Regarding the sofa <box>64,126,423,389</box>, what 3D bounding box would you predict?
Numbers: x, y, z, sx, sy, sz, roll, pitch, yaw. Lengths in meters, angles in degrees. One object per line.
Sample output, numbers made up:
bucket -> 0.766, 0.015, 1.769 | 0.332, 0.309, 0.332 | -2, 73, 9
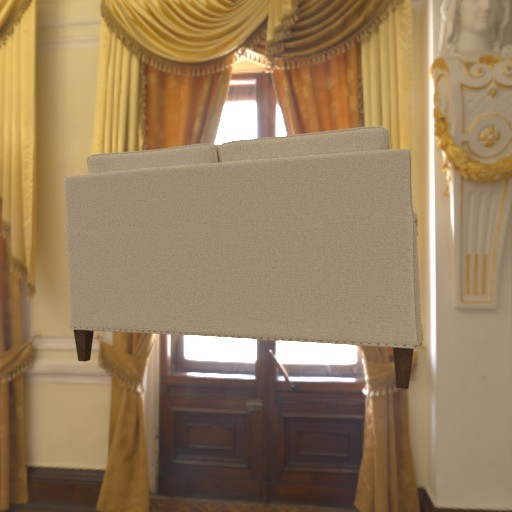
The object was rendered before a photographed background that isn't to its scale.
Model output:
sofa -> 0.000, 0.000, 2.272 | 1.597, 1.003, 1.084 | 0, -2, 19
